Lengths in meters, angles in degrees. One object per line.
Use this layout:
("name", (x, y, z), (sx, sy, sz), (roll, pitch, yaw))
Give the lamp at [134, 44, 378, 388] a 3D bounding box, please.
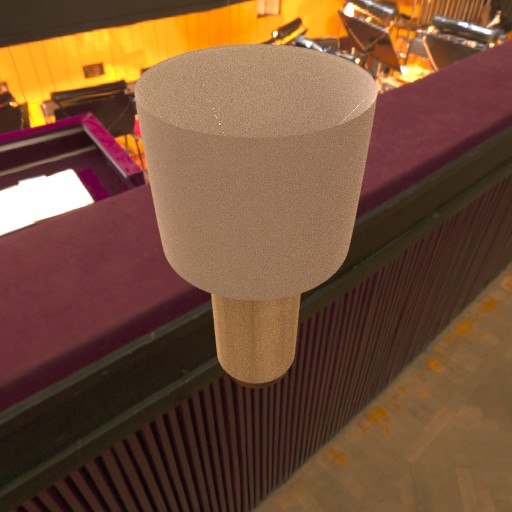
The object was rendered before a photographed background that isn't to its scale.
("lamp", (0.000, 0.000, 0.568), (0.228, 0.444, 0.228), (-27, 48, -26))
